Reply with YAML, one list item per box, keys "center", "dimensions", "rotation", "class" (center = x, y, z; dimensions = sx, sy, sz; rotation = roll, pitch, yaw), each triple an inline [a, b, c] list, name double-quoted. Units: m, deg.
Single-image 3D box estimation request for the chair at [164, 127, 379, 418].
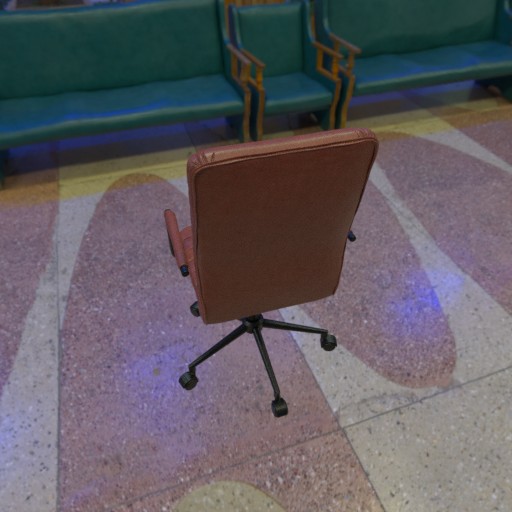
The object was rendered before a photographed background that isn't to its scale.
- center: [0.000, 0.000, 1.359]
  dimensions: [0.608, 0.979, 0.580]
  rotation: [-12, 43, -13]
  class: "chair"
